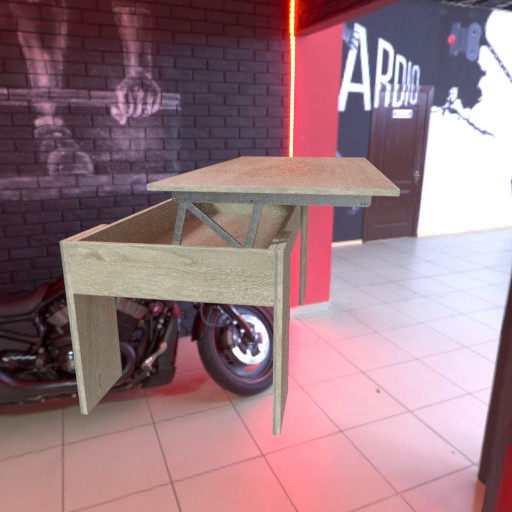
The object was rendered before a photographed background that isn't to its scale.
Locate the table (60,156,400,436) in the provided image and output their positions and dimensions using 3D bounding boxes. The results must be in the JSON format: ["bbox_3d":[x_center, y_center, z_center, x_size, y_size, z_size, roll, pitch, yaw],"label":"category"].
[{"bbox_3d":[0.000,0.000,1.429,0.711,0.570,1.000,3,16,9],"label":"table"}]
